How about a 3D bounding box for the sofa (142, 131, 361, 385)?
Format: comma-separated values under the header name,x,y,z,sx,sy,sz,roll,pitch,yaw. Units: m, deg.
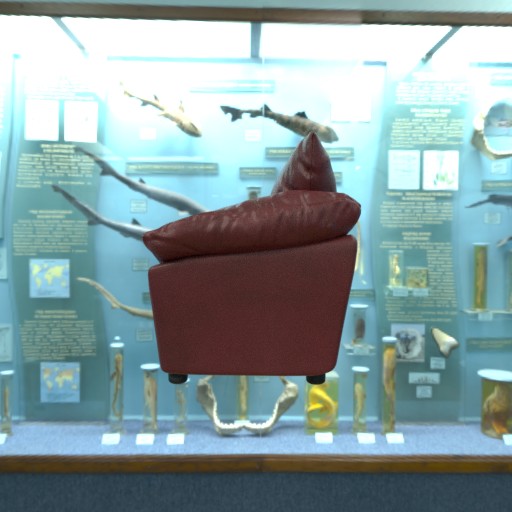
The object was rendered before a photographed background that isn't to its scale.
name,x,y,z,sx,sy,sz,roll,pitch,yaw
sofa,0.000,0.000,2.895,0.907,1.091,2.390,0,1,1
